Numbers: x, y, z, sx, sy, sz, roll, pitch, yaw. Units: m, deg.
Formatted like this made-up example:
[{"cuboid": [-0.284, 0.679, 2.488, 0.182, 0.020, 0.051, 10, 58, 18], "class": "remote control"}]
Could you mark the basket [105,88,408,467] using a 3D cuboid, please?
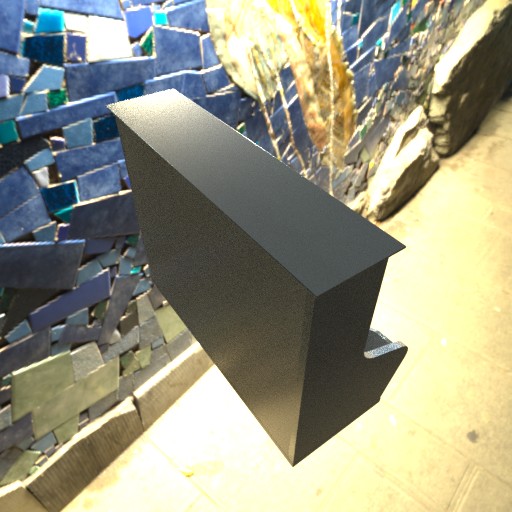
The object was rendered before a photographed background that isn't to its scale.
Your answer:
[{"cuboid": [0.000, 0.000, 1.122, 0.350, 0.600, 0.780, -25, 48, -26], "class": "basket"}]
